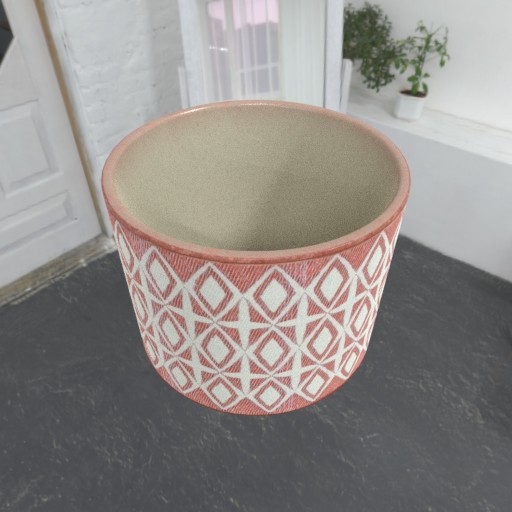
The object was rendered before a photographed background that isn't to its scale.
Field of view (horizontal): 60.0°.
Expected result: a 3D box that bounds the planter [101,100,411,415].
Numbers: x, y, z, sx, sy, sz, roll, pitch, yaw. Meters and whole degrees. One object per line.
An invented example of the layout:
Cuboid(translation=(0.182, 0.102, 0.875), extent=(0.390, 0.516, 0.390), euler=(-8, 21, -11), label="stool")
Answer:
Cuboid(translation=(0.000, 0.000, 0.480), extent=(0.273, 0.237, 0.273), euler=(0, 41, 0), label="planter")
